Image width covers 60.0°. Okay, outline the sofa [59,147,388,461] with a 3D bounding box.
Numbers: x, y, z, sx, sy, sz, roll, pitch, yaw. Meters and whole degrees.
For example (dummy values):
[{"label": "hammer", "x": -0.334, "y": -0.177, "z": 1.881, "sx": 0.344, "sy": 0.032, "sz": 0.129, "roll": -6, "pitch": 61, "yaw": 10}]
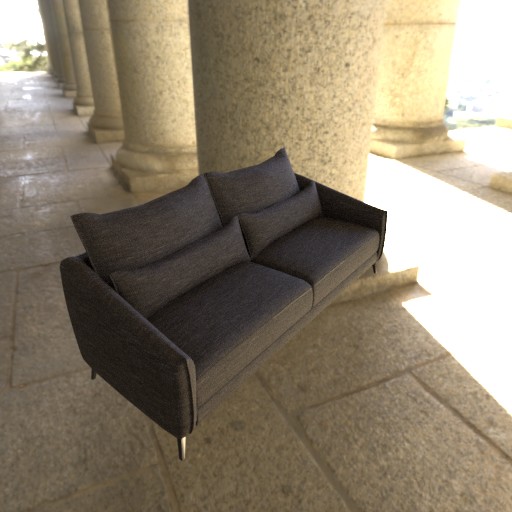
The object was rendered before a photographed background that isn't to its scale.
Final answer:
[{"label": "sofa", "x": 0.000, "y": 0.000, "z": 2.504, "sx": 0.807, "sy": 0.843, "sz": 2.019, "roll": 18, "pitch": 31, "yaw": 32}]
